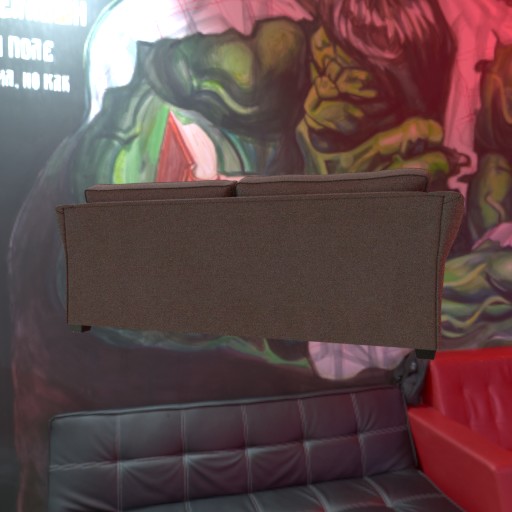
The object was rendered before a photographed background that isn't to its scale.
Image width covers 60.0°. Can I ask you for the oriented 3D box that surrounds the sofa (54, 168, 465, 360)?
[{"bbox_3d":[0.000,0.000,2.756,2.270,0.906,0.986,1,2,19],"label":"sofa"}]
